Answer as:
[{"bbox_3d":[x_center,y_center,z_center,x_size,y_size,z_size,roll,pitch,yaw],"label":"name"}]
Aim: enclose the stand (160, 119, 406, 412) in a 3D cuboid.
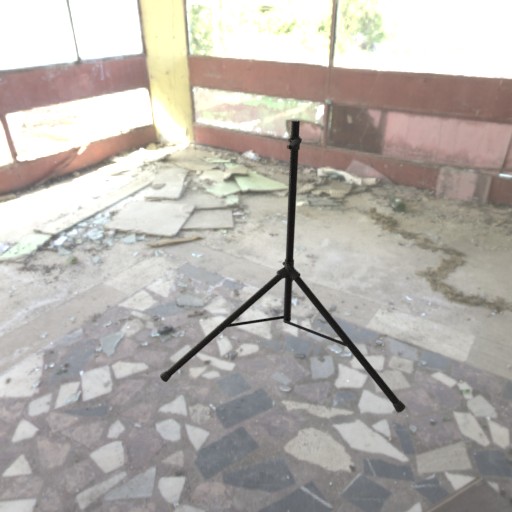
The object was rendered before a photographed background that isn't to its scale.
[{"bbox_3d":[0.000,0.000,2.713,1.339,1.595,1.596,-11,31,-18],"label":"stand"}]
